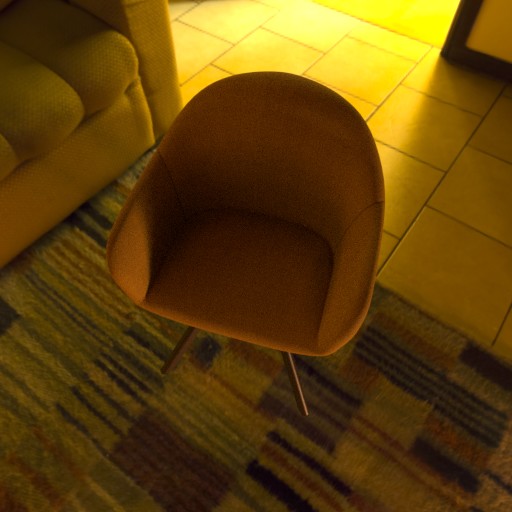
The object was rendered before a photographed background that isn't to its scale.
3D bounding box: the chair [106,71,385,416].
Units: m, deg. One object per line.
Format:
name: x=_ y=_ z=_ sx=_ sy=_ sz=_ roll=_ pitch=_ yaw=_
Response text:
chair: x=0.000 y=0.000 z=1.212 sx=0.590 sy=0.795 sz=0.550 roll=14 pitch=58 yaw=9
